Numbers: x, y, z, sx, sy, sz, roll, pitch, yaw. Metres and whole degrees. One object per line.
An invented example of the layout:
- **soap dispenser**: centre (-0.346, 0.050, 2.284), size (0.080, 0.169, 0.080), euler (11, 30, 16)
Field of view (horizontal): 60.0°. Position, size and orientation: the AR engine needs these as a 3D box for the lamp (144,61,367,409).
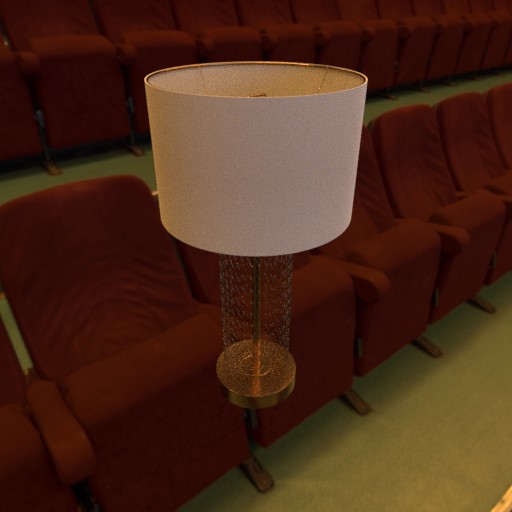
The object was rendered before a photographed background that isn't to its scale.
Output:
- **lamp**: centre (0.000, 0.000, 0.634), size (0.252, 0.483, 0.252), euler (-22, 37, -33)
